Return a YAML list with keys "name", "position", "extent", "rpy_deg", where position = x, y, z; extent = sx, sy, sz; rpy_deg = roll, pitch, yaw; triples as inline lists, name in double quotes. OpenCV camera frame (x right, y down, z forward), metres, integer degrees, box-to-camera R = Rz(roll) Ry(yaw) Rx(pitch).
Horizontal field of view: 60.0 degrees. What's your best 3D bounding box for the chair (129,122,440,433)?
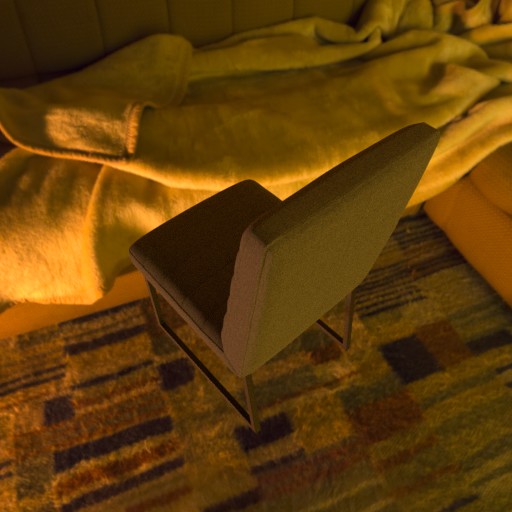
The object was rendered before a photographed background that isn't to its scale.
- name: "chair"
  position: [0.000, 0.000, 1.298]
  extent: [0.520, 0.930, 0.634]
  rpy_deg: [-34, 56, -27]
